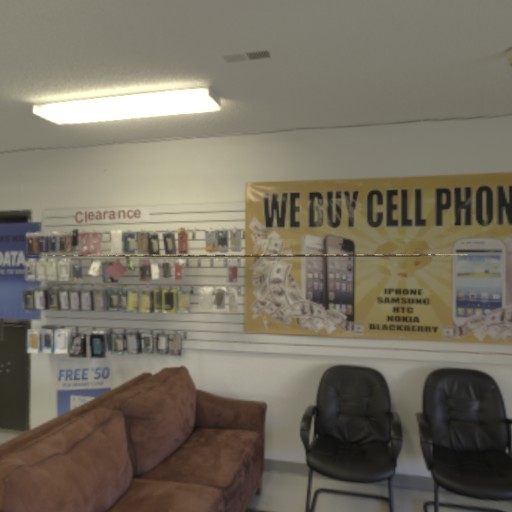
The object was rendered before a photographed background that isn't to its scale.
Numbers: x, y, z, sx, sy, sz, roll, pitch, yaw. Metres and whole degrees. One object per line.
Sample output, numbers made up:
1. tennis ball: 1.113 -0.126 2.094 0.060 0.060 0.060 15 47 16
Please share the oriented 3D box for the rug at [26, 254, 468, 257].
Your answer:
1. rug: 0.000 0.000 3.015 2.438 0.008 1.524 0 0 17
